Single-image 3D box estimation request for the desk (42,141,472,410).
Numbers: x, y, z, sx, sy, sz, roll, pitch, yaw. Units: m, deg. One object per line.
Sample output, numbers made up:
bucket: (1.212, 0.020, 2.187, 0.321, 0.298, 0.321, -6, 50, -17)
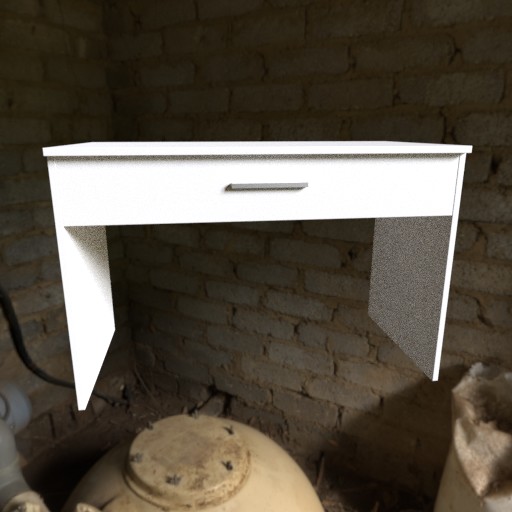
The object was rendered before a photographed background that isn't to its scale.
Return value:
desk: (0.000, 0.000, 1.487, 1.100, 0.730, 0.560, -2, 16, -8)
